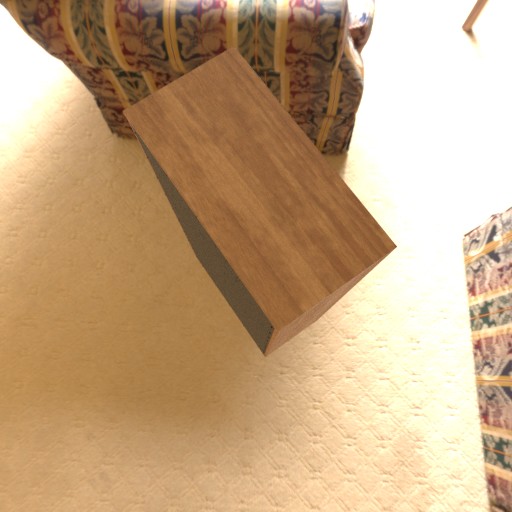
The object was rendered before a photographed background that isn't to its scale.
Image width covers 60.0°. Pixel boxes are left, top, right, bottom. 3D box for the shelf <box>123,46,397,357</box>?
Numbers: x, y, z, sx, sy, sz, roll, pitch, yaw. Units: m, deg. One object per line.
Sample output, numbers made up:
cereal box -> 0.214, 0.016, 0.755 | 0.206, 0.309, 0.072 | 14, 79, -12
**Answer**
shelf -> 0.000, 0.000, 2.307 | 0.453, 1.930, 0.864 | -34, 77, -9
